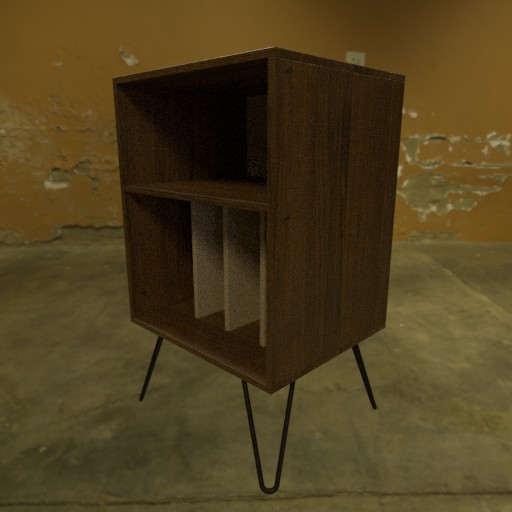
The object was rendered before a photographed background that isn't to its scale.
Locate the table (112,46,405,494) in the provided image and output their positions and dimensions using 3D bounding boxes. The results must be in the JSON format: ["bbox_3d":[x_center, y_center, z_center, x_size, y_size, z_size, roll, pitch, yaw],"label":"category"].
[{"bbox_3d":[0.000,0.000,1.144,0.526,0.866,0.457,14,20,43],"label":"table"}]
